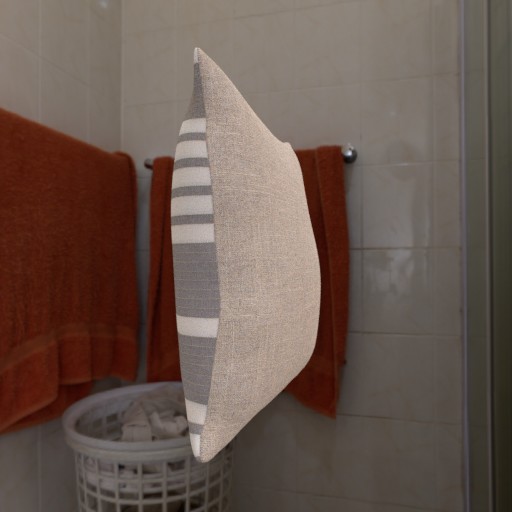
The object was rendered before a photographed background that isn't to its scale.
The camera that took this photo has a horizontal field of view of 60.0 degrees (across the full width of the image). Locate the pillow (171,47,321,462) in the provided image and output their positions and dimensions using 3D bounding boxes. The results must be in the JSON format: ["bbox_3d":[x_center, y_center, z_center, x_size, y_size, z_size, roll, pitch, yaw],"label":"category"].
[{"bbox_3d":[0.000,0.000,0.660,0.182,0.440,0.439,0,0,17],"label":"pillow"}]
